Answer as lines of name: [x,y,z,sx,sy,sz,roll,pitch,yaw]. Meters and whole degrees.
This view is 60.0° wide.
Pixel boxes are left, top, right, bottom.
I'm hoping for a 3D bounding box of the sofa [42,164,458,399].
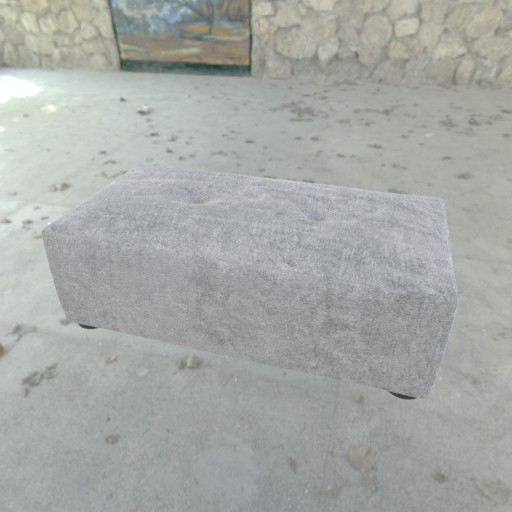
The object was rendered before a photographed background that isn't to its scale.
sofa: [0.000,0.000,1.169,0.930,0.330,0.480,9,33,14]
